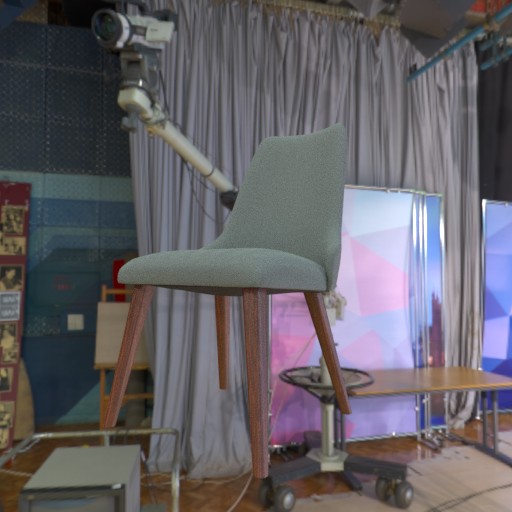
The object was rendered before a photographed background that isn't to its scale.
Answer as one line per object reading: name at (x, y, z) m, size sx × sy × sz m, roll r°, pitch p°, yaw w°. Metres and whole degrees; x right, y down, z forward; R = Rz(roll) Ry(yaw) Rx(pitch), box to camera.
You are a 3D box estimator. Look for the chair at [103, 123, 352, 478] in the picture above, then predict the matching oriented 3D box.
chair at (0.000, 0.000, 1.334) m, size 0.535 × 0.918 × 0.707 m, roll -1°, pitch -2°, yaw 36°
